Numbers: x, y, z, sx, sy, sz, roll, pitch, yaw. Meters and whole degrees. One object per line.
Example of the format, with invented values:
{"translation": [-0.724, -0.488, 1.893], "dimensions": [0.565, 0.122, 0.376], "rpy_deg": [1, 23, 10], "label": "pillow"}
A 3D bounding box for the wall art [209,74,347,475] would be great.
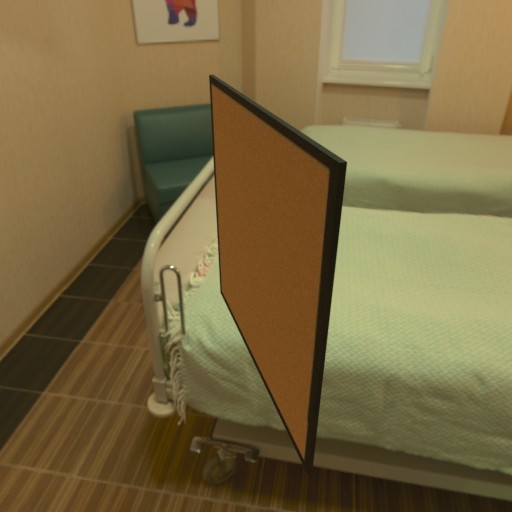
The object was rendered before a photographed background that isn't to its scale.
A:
{"translation": [0.000, 0.000, 1.241], "dimensions": [0.013, 0.823, 0.823], "rpy_deg": [-11, 33, -16], "label": "wall art"}
